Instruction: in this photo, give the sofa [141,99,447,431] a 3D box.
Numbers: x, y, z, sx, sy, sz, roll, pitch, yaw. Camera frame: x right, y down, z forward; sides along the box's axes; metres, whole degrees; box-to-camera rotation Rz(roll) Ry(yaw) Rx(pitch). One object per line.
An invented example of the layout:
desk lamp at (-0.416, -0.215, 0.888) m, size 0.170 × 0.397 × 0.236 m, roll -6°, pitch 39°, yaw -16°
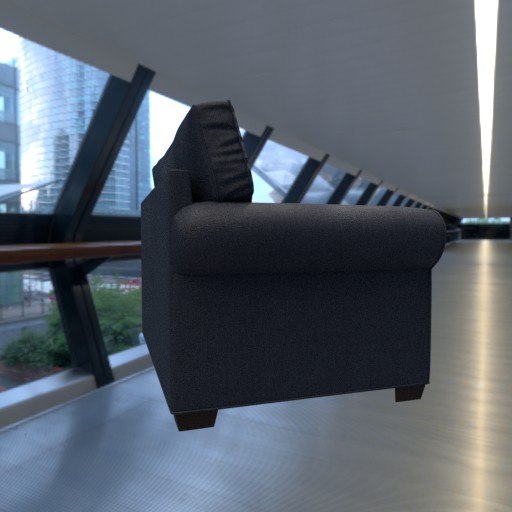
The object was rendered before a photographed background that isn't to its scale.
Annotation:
sofa at (0.000, 0.000, 2.017) m, size 0.938 × 1.004 × 1.405 m, roll -1°, pitch 2°, yaw -18°
